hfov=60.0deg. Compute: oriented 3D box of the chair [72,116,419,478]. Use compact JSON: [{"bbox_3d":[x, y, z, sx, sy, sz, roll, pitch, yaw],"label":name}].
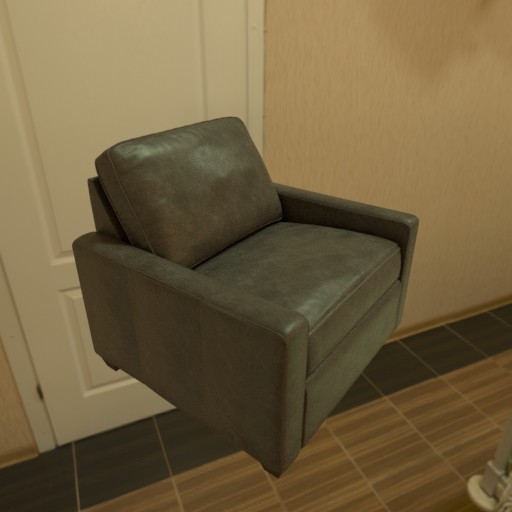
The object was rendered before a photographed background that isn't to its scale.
[{"bbox_3d":[0.000,0.000,1.737,0.939,0.916,1.006,19,33,32],"label":"chair"}]
